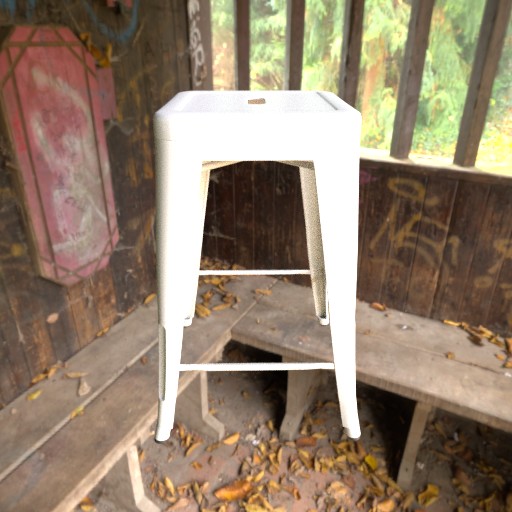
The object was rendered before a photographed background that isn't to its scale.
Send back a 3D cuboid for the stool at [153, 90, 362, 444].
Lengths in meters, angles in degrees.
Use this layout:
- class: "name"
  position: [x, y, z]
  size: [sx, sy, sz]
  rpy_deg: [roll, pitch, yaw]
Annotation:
- class: "stool"
  position: [0.000, 0.000, 0.908]
  size: [0.406, 0.610, 0.406]
  rpy_deg: [0, 27, -1]
